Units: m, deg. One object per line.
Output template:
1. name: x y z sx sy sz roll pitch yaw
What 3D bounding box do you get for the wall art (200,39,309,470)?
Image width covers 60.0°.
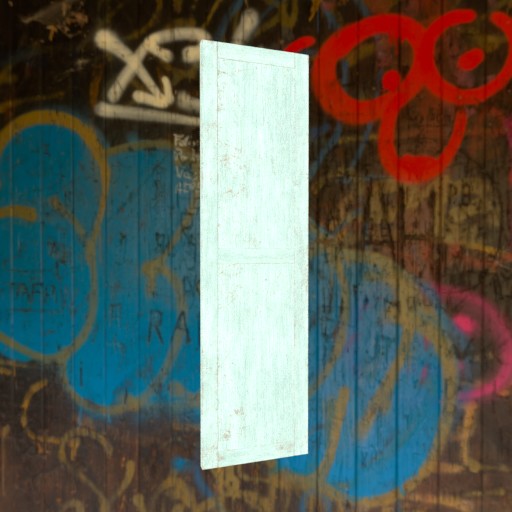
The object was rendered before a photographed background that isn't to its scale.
1. wall art: 0.000 0.000 1.316 0.329 1.219 0.025 0 1 -18
